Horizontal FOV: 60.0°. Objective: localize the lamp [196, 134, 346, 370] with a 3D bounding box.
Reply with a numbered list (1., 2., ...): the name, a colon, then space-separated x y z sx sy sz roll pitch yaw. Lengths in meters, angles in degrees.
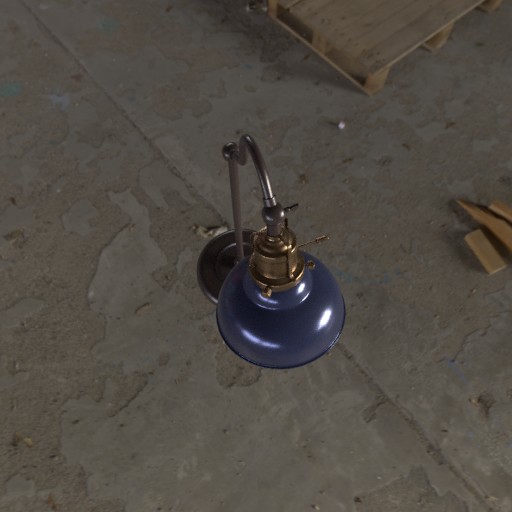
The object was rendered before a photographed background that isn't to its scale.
1. lamp: 0.000 0.000 0.685 0.192 0.508 0.374 -18 66 -8
